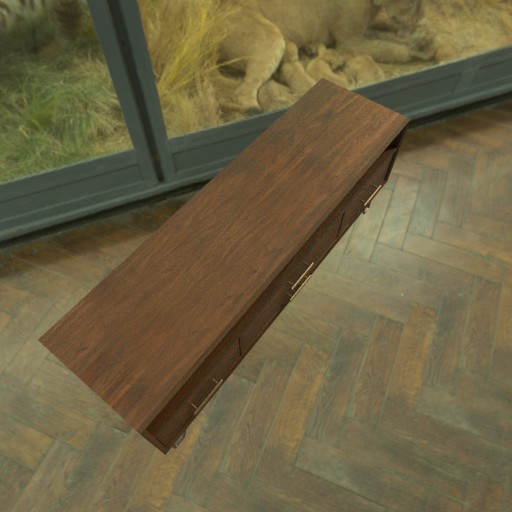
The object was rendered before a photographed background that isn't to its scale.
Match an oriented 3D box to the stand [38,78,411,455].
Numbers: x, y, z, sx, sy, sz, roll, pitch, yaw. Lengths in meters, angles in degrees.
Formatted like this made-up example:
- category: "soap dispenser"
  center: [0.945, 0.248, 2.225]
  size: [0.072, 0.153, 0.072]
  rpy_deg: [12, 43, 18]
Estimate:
- category: "stand"
  center: [0.000, 0.000, 1.912]
  size: [0.481, 0.610, 1.626]
  rpy_deg: [33, 64, 19]
